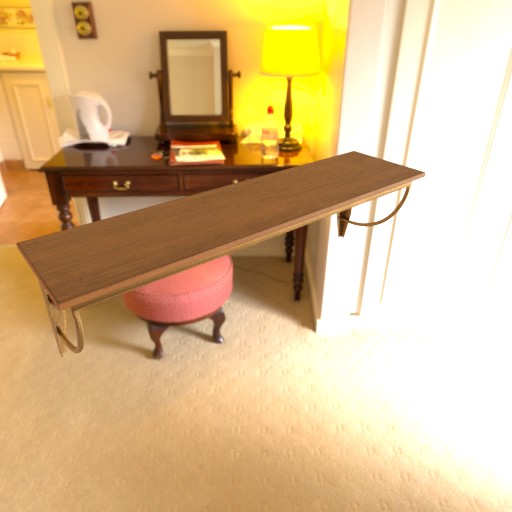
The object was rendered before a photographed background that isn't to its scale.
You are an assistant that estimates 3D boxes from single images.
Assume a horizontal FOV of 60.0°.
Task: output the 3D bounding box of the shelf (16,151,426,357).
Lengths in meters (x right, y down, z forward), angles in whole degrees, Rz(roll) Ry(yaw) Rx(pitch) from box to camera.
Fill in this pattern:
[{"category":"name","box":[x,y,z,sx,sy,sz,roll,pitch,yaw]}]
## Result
[{"category":"shelf","box":[0.000,0.000,0.717,0.636,0.190,0.166,-22,36,-33]}]
